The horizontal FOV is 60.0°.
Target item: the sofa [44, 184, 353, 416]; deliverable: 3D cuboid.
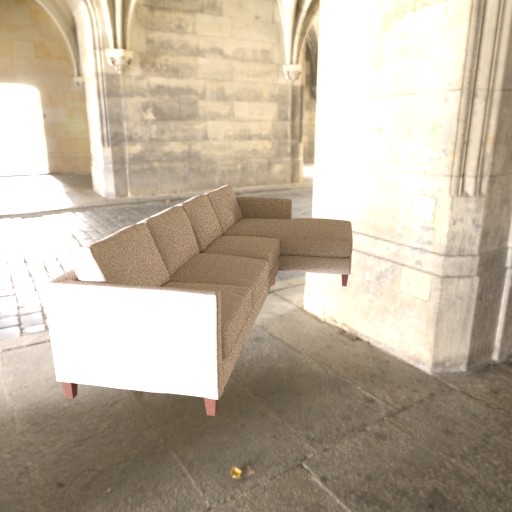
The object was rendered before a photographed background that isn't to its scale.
[{"bbox_3d":[0.000,0.000,3.685,1.625,0.861,3.186,3,16,10],"label":"sofa"}]
